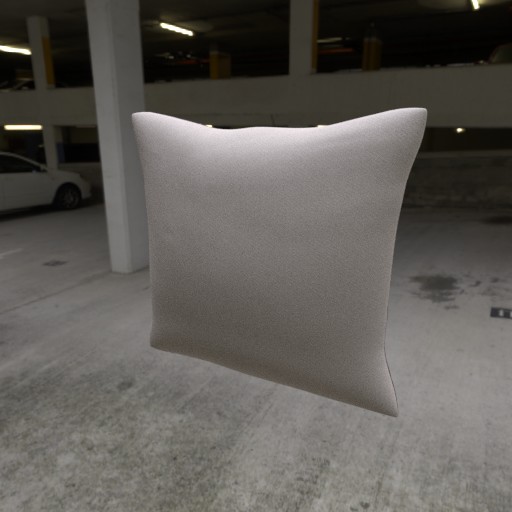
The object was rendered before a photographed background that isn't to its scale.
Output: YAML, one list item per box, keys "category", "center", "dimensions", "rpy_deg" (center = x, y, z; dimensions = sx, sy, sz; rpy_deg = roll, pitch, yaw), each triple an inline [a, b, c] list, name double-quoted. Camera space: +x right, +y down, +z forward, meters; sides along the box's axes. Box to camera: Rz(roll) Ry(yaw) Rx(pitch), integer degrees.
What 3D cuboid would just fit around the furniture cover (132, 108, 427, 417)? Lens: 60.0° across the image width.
- category: "furniture cover"
  center: [0.000, 0.000, 0.814]
  dimensions: [0.552, 0.509, 0.193]
  rpy_deg: [9, 19, 27]
